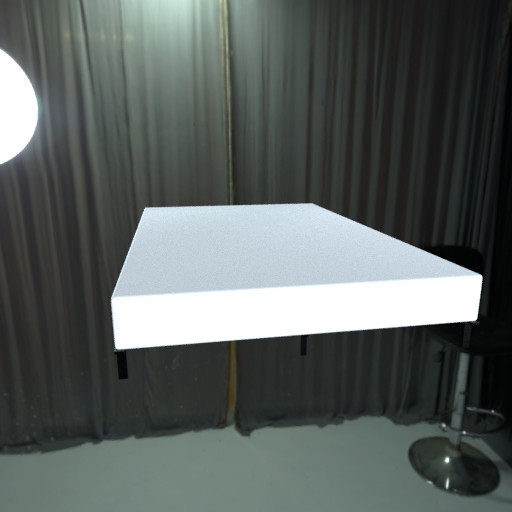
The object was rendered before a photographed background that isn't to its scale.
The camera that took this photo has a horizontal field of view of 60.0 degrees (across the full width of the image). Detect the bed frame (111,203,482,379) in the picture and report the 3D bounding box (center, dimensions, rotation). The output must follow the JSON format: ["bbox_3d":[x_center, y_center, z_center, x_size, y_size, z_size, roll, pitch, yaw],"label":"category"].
[{"bbox_3d":[0.000,0.000,3.657,1.930,0.440,2.987,-3,15,-10],"label":"bed frame"}]
